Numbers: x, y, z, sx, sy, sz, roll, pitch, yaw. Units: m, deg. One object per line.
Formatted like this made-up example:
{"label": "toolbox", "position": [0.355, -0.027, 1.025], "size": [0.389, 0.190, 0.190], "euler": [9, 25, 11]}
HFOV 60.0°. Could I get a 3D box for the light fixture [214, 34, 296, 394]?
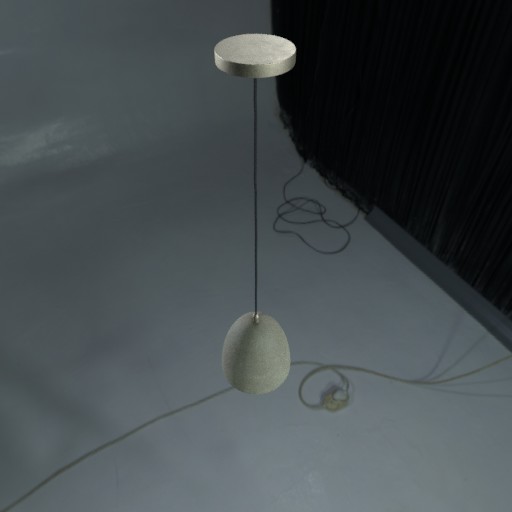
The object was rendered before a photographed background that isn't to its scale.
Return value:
{"label": "light fixture", "position": [0.000, 0.000, 0.840], "size": [0.170, 0.759, 0.170], "euler": [-24, 50, -22]}
